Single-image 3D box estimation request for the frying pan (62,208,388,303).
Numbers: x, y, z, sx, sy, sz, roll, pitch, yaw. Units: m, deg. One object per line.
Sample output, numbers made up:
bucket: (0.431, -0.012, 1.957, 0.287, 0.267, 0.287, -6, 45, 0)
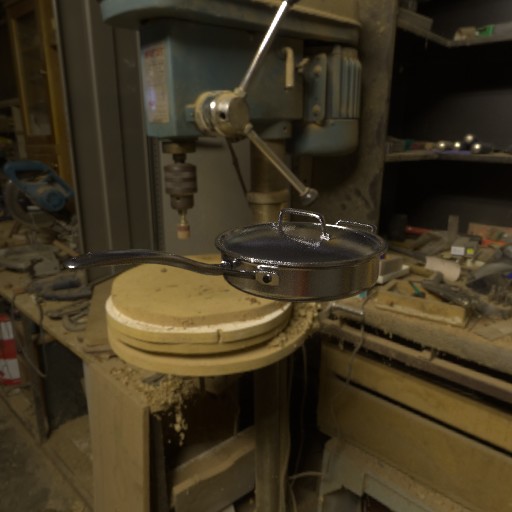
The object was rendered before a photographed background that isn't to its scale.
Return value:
frying pan: (0.000, 0.000, 0.662, 0.280, 0.114, 0.561, 15, 22, 43)
